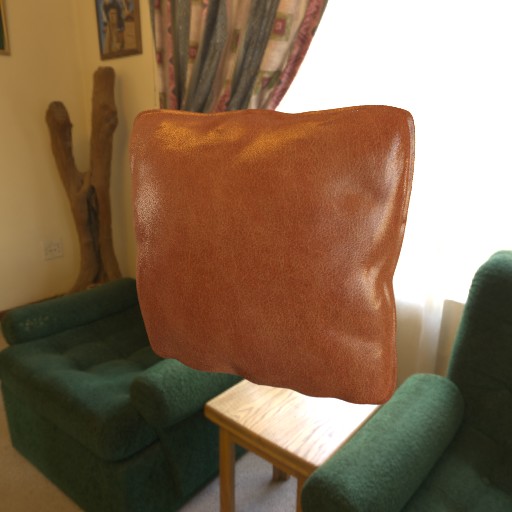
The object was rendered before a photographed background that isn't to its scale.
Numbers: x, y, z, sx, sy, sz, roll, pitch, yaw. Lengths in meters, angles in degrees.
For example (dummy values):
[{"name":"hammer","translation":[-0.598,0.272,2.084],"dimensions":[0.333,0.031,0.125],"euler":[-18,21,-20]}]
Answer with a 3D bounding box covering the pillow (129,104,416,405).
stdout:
[{"name":"pillow","translation":[0.000,0.000,0.818],"dimensions":[0.532,0.523,0.236],"euler":[7,17,23]}]
